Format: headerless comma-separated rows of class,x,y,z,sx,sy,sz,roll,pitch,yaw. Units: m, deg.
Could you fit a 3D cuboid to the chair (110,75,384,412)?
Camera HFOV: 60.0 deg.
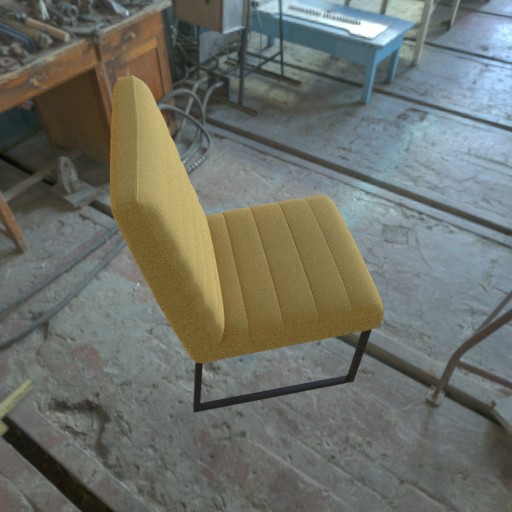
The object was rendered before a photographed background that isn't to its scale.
chair,0.000,0.000,1.308,0.634,0.930,0.520,-8,48,-8
